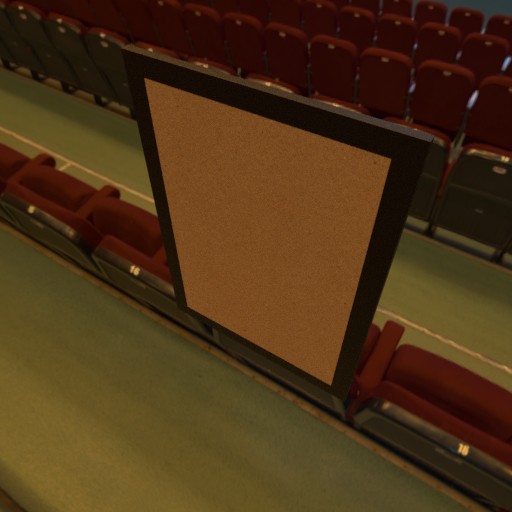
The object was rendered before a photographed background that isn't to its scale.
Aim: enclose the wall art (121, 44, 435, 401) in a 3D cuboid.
[{"bbox_3d":[0.000,0.000,0.667,0.381,0.534,0.013,25,52,21],"label":"wall art"}]
